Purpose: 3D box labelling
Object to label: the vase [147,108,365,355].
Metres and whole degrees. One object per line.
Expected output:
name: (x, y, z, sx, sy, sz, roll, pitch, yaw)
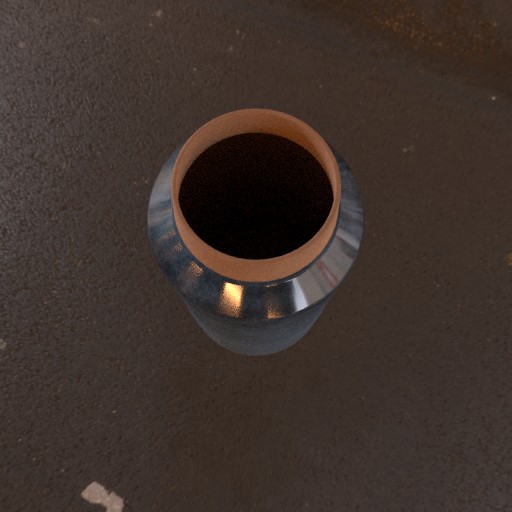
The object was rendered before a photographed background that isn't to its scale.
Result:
vase: (0.000, 0.000, 0.401, 0.163, 0.316, 0.163, 0, 75, 0)
